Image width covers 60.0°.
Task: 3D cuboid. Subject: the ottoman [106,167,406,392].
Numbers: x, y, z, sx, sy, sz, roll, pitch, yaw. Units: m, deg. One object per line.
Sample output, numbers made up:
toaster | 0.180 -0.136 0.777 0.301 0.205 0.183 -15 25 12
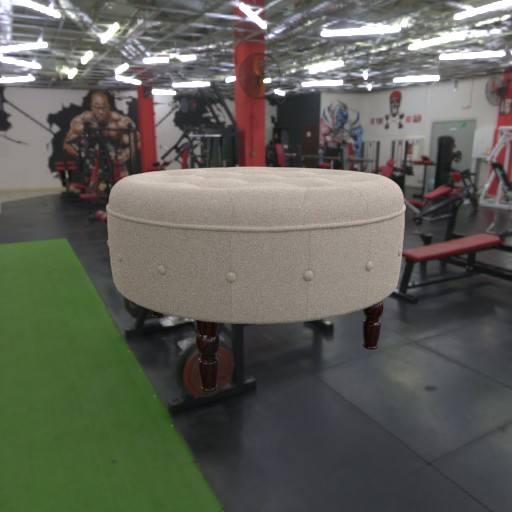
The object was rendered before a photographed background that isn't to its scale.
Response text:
ottoman | 0.000 0.000 1.362 0.848 0.494 0.848 0 15 0
